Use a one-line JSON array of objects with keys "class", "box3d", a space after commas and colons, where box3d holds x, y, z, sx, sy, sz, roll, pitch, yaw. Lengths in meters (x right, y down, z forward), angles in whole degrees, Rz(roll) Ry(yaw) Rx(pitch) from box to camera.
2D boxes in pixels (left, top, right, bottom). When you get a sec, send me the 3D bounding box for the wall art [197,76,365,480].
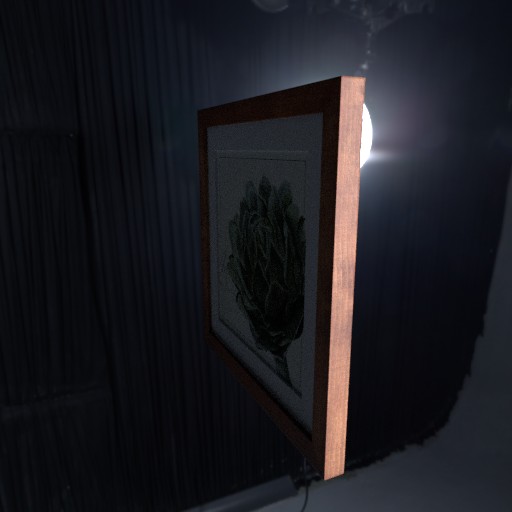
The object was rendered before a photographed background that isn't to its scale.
[{"class": "wall art", "box3d": [0.000, 0.000, 0.851, 0.037, 0.572, 0.554, -6, 15, -25]}]
